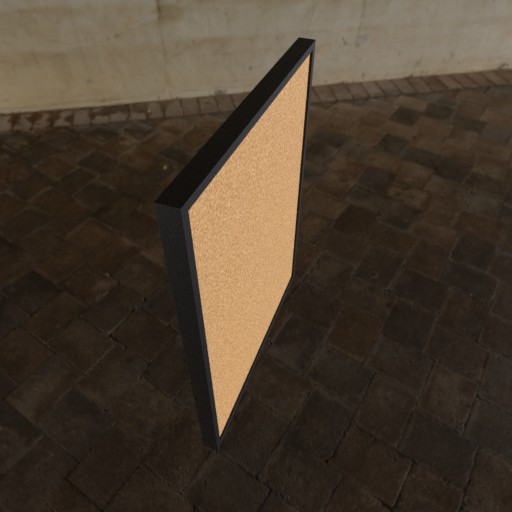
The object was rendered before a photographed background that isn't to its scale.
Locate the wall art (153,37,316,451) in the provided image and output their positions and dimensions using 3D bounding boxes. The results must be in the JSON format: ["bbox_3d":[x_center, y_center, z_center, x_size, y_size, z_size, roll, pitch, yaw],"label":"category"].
[{"bbox_3d":[0.000,0.000,0.757,0.029,0.559,0.457,15,47,15],"label":"wall art"}]
